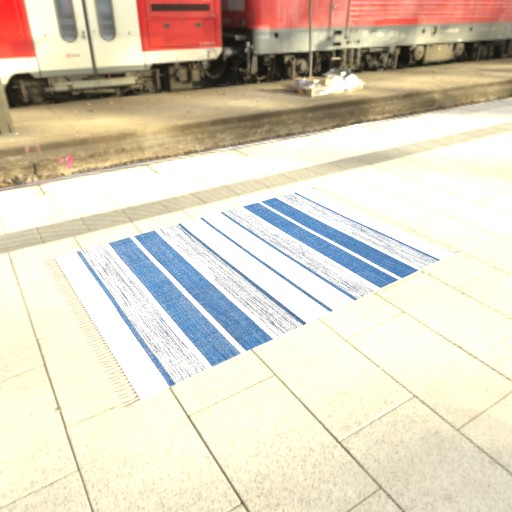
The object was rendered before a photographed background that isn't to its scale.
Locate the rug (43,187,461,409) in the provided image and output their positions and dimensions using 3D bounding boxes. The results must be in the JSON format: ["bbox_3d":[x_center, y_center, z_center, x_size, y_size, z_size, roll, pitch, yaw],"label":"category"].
[{"bbox_3d":[0.000,0.000,3.041,2.441,0.010,1.532,-19,35,-30],"label":"rug"}]
